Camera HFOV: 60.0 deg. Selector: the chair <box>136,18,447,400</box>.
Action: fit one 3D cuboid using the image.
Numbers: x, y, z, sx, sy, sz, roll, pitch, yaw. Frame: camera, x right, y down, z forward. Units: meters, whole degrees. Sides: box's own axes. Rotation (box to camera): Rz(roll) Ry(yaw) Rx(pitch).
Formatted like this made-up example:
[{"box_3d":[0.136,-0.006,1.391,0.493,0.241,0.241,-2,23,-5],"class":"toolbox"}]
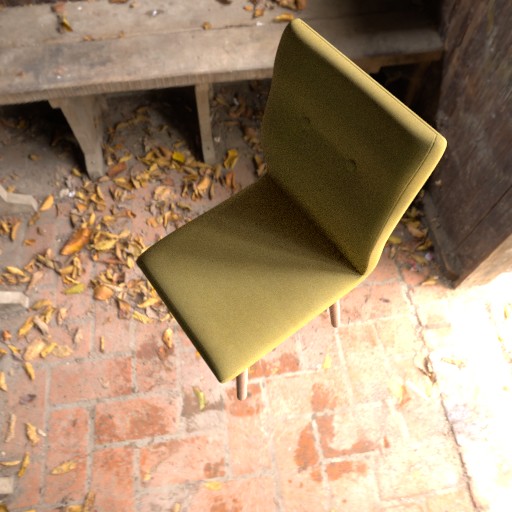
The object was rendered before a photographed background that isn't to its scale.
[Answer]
[{"box_3d":[0.000,0.000,1.232,0.550,0.965,0.450,-34,68,-16],"class":"chair"}]
